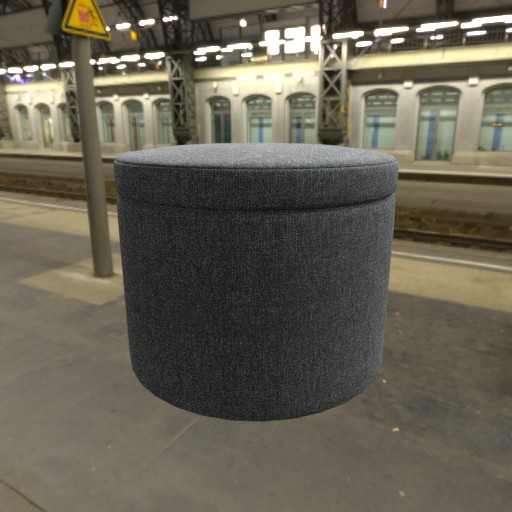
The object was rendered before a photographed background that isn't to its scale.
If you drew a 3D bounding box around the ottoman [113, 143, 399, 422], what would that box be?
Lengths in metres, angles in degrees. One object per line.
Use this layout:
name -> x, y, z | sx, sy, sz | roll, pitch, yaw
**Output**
ottoman -> 0.000, 0.000, 0.860 | 0.500, 0.419, 0.500 | 0, 16, 0
